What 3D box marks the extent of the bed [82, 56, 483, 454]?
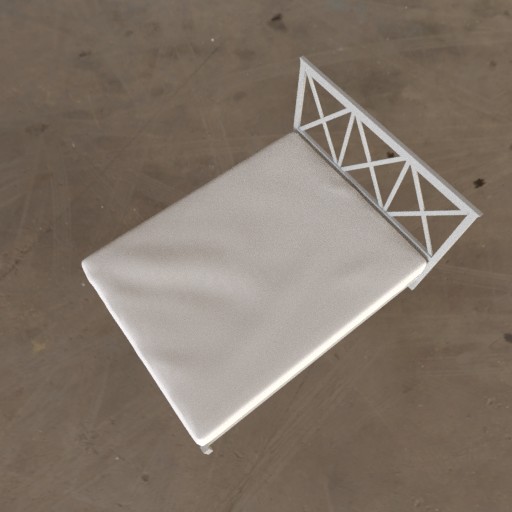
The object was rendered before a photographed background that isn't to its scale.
[{"bbox_3d":[0.000,0.000,3.214,2.135,1.253,1.673,-35,69,-15],"label":"bed"}]
